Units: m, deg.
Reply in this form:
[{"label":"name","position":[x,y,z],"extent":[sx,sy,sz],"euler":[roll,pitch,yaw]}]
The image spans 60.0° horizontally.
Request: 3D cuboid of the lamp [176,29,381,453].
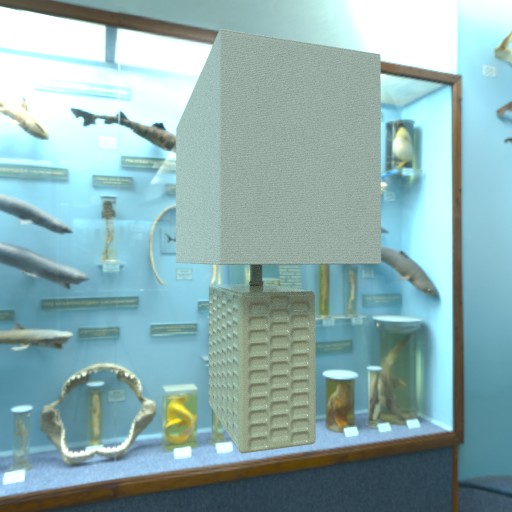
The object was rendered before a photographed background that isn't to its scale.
[{"label":"lamp","position":[0.000,0.000,0.688],"extent":[0.200,0.515,0.380],"euler":[0,-1,-17]}]
